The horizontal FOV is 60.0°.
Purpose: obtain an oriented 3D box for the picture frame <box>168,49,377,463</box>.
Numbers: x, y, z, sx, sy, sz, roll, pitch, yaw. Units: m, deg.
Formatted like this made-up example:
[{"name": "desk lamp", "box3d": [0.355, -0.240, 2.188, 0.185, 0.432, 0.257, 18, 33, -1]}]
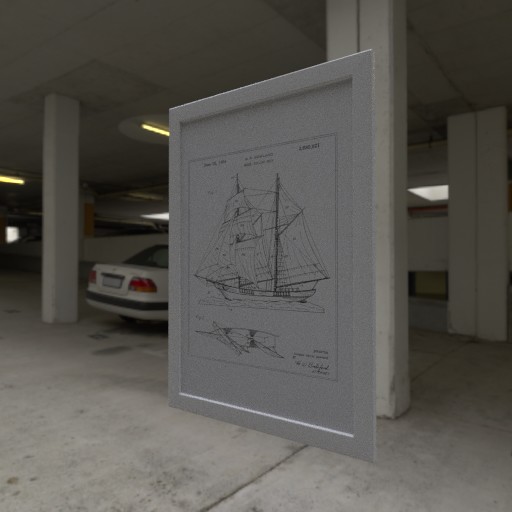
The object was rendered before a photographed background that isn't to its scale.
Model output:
[{"name": "picture frame", "box3d": [0.000, 0.000, 0.687, 0.381, 0.534, 0.012, -1, -1, 36]}]
